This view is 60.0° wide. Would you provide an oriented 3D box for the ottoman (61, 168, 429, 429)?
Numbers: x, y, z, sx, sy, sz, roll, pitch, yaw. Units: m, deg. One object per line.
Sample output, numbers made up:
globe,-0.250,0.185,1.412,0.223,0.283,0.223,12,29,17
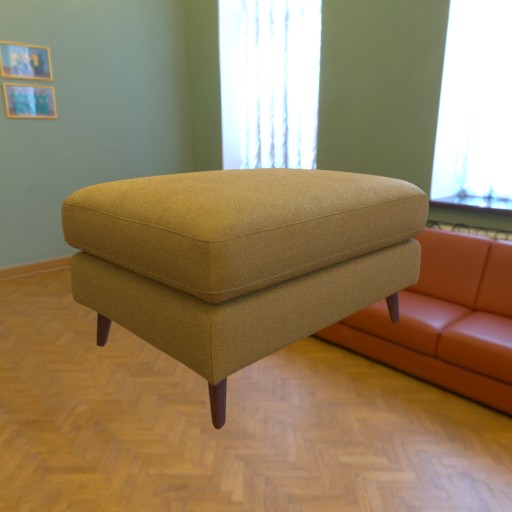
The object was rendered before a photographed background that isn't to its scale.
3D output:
ottoman,0.000,0.000,1.188,0.811,0.449,0.608,-15,21,-43
